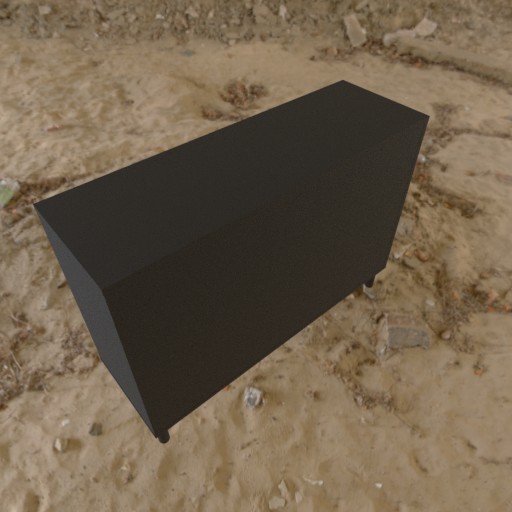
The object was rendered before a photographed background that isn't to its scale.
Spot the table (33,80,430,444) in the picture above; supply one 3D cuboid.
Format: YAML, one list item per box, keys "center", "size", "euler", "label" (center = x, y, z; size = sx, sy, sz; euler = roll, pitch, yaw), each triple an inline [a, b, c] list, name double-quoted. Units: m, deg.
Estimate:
- center: [0.000, 0.000, 1.622]
  size: [1.200, 0.855, 0.400]
  euler: [-31, 52, -28]
  label: "table"
